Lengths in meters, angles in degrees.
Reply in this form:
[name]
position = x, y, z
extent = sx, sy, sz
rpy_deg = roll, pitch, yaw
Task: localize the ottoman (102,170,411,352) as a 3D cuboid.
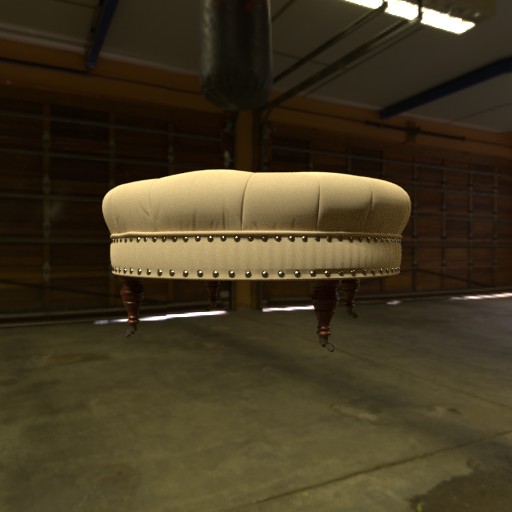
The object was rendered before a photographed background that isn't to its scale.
[ottoman]
position = 0.000, 0.000, 1.367
extent = 0.901, 0.439, 0.901
rpy_deg = 0, 1, 0
